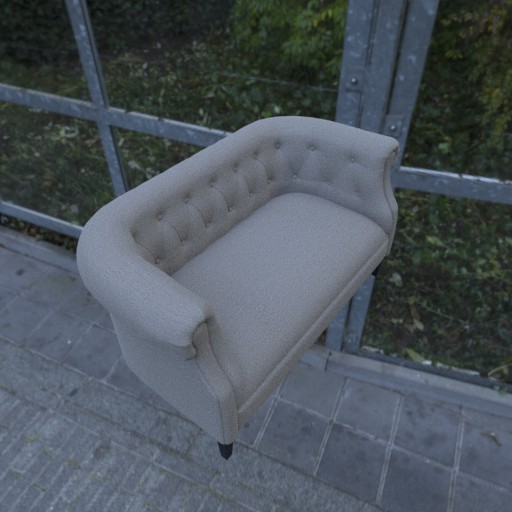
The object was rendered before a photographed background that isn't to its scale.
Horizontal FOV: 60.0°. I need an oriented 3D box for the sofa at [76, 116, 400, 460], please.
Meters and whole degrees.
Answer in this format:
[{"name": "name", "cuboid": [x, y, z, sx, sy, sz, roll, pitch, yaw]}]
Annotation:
[{"name": "sofa", "cuboid": [0.000, 0.000, 2.093, 0.835, 0.827, 1.558, 27, 48, 27]}]
